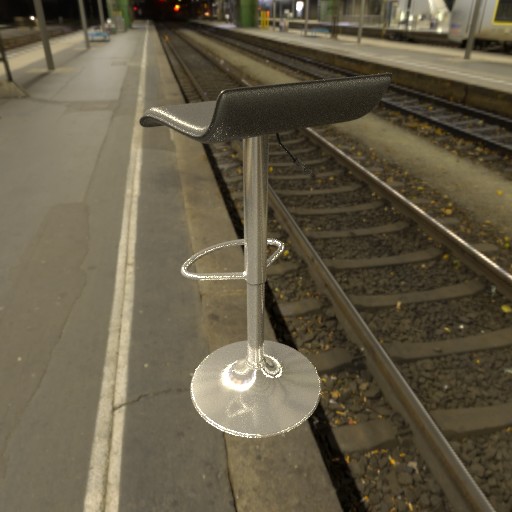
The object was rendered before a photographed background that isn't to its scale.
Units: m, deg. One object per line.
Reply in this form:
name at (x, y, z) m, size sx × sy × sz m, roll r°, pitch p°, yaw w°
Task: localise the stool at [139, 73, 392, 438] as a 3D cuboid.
stool at (0.000, 0.000, 1.088) m, size 0.381 × 0.851 × 0.381 m, roll -18°, pitch 33°, yaw -29°
